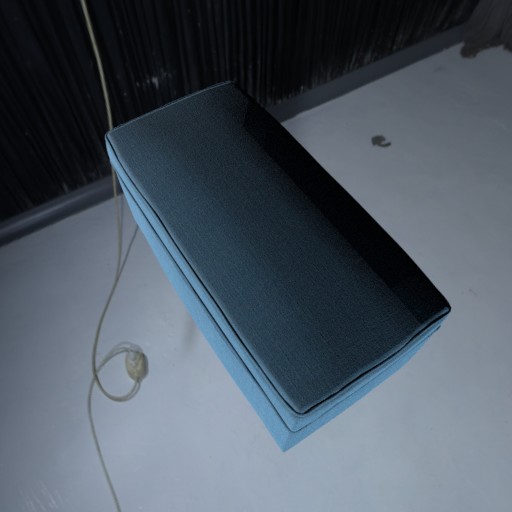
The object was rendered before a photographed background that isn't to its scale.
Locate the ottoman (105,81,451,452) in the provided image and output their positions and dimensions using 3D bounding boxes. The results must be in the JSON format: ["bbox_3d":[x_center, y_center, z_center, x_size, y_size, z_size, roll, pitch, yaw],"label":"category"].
[{"bbox_3d":[0.000,0.000,1.281,0.474,0.474,0.943,-29,63,-17],"label":"ottoman"}]
